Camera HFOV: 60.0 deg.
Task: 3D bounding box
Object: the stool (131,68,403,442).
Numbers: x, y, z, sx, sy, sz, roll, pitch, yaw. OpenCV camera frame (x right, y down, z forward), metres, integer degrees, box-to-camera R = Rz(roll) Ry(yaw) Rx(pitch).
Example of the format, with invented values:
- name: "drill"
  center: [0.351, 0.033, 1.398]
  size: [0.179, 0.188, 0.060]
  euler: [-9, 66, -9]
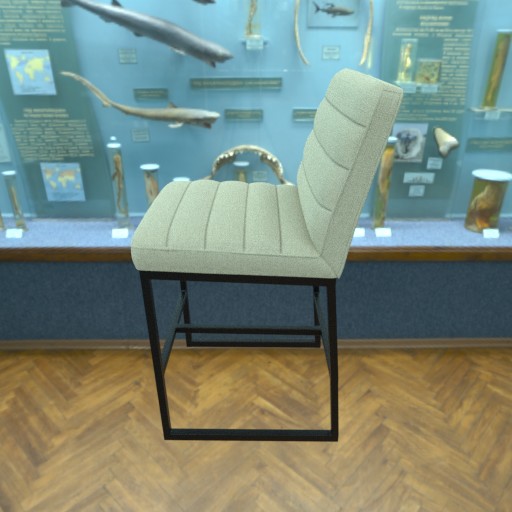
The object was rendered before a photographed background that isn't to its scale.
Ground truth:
- name: "stool"
  center: [0.000, 0.000, 1.226]
  size: [0.560, 0.940, 0.460]
  euler: [0, 26, 1]
